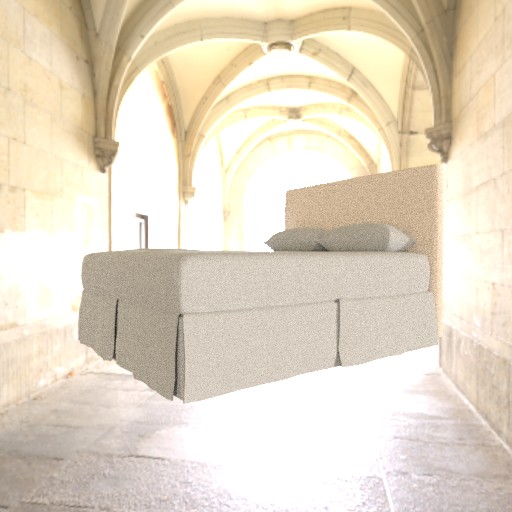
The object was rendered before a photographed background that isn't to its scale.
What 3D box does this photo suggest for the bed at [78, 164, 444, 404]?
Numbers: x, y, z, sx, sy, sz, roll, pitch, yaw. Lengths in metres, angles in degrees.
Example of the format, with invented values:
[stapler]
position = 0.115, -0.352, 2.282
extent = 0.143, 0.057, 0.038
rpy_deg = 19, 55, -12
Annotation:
[bed]
position = 0.000, 0.000, 3.238
extent = 2.142, 1.330, 1.748
rpy_deg = 0, 1, -36
